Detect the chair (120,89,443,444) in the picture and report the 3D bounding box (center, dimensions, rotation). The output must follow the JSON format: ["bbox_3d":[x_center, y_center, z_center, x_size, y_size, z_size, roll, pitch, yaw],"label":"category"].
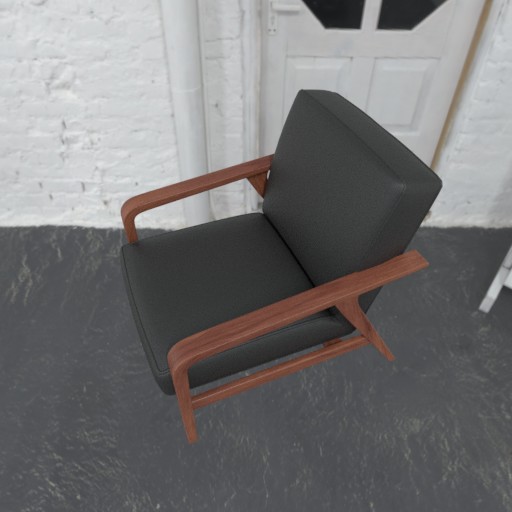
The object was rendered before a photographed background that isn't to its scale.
[{"bbox_3d":[0.000,0.000,1.520,0.889,0.861,0.719,-17,48,-16],"label":"chair"}]
